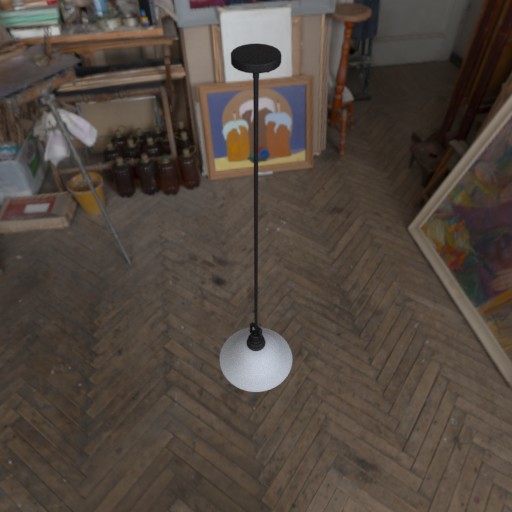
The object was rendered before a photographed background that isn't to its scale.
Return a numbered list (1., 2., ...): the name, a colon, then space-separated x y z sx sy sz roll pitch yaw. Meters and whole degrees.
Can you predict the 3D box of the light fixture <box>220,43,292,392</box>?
1. light fixture: 0.000 0.000 1.486 0.324 1.337 0.324 33 55 27
